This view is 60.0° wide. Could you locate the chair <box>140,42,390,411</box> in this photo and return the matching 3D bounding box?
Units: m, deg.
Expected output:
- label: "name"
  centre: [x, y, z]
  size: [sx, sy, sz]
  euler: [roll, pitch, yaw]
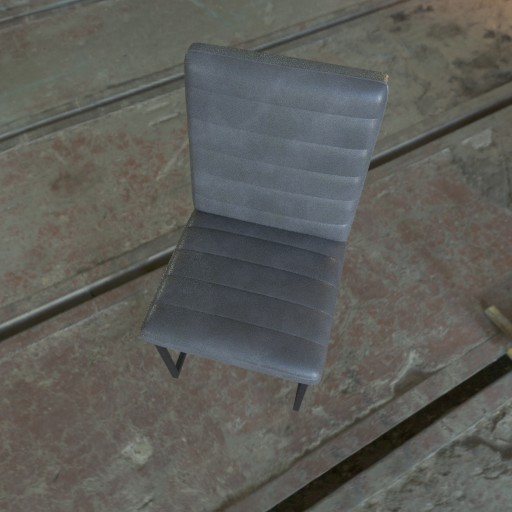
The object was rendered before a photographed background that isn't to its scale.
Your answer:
- label: "chair"
  centre: [0.000, 0.000, 1.320]
  size: [0.520, 0.930, 0.634]
  euler: [13, 59, 8]
